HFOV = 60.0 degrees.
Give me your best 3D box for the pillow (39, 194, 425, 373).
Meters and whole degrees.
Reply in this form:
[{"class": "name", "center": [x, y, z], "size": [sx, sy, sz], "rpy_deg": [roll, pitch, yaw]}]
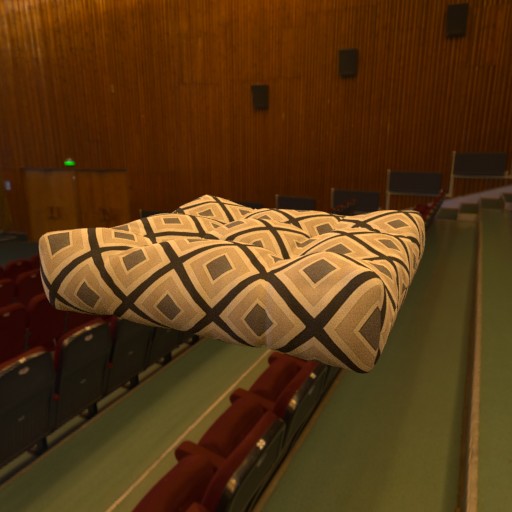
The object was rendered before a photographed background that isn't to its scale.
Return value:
[{"class": "pillow", "center": [0.000, 0.000, 0.729], "size": [0.490, 0.128, 0.468], "rpy_deg": [7, 17, 25]}]
